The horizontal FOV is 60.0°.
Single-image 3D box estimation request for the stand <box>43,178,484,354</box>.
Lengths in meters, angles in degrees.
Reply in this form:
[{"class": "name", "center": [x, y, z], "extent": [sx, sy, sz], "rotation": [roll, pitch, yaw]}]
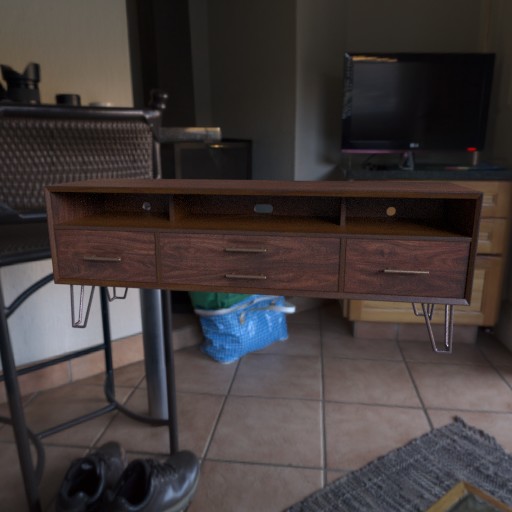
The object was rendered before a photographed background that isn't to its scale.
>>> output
[{"class": "stand", "center": [0.000, 0.000, 1.901], "extent": [1.626, 0.610, 0.481], "rotation": [2, 14, 9]}]
